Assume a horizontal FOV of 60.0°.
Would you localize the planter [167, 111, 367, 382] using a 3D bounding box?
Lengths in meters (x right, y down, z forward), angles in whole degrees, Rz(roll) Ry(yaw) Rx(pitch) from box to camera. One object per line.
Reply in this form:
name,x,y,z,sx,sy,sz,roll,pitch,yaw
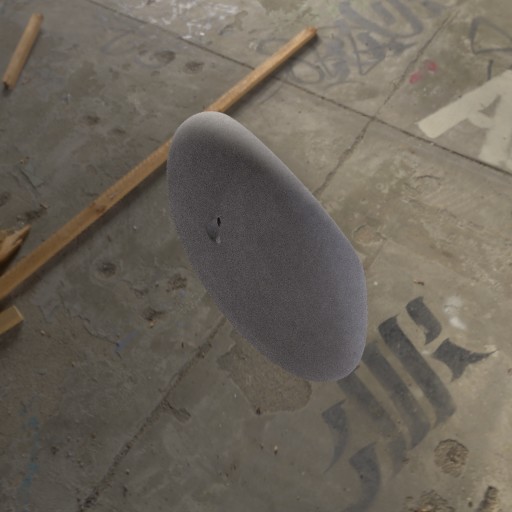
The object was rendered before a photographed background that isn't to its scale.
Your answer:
planter,0.000,0.000,0.288,0.071,0.188,0.185,-33,64,-18
